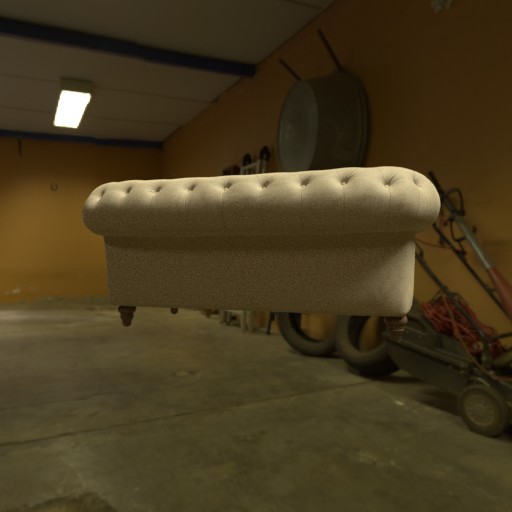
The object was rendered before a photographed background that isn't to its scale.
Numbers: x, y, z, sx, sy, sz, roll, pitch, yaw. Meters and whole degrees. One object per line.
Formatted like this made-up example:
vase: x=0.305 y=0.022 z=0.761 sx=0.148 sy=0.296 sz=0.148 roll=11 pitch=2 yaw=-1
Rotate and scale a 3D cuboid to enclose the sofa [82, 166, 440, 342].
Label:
sofa: x=0.000 y=0.000 z=2.565 sx=1.988 sy=0.835 sz=1.069 roll=0 pitch=0 yaw=18
